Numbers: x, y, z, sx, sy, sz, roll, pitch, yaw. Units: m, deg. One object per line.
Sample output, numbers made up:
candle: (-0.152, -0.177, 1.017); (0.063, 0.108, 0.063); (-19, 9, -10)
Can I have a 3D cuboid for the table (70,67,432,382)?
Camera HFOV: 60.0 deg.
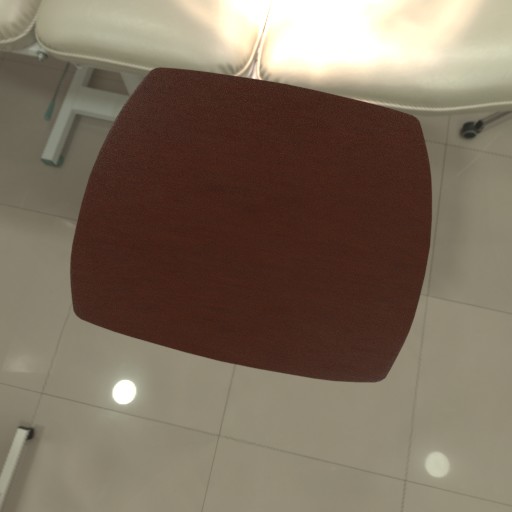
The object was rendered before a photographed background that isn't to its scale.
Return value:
table: (0.000, 0.000, 0.876); (0.502, 0.496, 0.433); (12, 75, 3)
